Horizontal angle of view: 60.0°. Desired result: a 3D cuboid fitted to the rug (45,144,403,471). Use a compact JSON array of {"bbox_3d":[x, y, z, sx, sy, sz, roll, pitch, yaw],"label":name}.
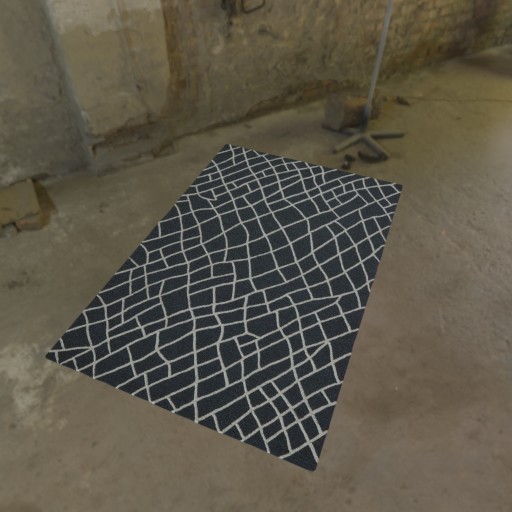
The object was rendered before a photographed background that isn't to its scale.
[{"bbox_3d":[0.000,0.000,2.335,1.223,0.013,1.830,17,48,15],"label":"rug"}]
